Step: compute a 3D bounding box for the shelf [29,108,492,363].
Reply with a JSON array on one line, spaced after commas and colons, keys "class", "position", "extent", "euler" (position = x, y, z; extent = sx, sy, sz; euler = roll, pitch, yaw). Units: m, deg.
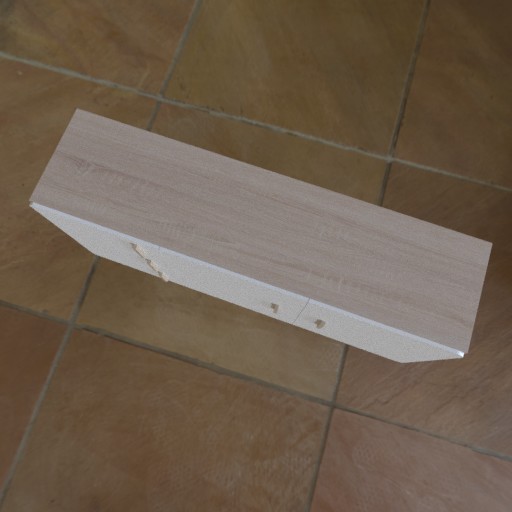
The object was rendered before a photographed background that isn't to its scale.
[{"class": "shelf", "position": [0.000, 0.000, 1.833], "extent": [1.490, 0.780, 0.400], "euler": [19, 76, 5]}]
